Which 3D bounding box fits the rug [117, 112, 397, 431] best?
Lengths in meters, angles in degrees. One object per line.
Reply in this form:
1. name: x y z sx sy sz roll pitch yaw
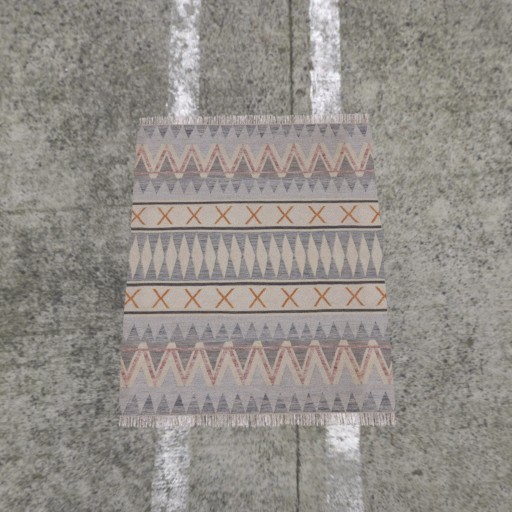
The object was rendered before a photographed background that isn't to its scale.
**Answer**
1. rug: 0.000 0.000 4.099 2.371 0.012 3.000 -1 75 0
